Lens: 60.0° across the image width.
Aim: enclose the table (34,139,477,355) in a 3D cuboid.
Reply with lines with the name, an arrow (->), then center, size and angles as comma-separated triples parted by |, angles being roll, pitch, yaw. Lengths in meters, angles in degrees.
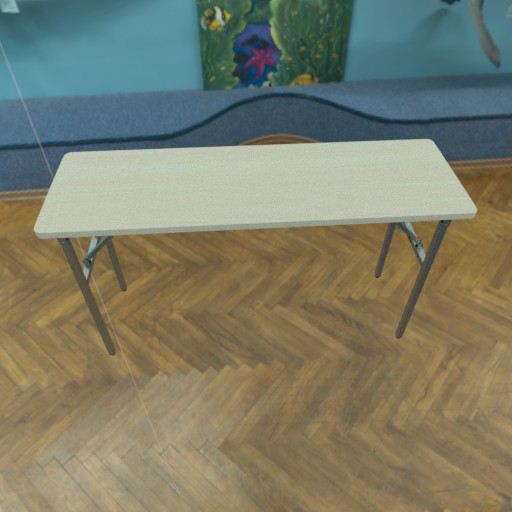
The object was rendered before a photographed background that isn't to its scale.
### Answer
table -> 0.000, 0.000, 1.797 | 1.397, 0.750, 0.446 | -3, 46, -3
